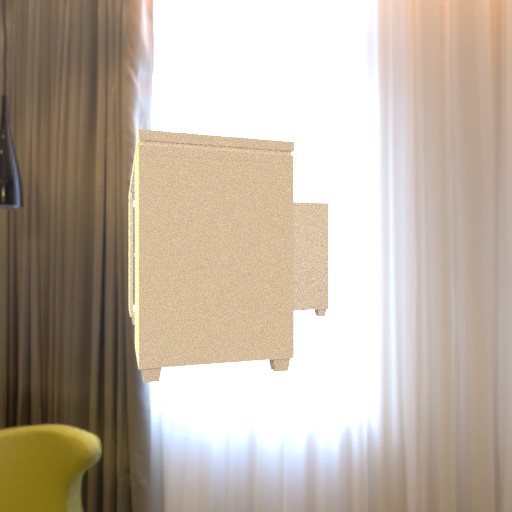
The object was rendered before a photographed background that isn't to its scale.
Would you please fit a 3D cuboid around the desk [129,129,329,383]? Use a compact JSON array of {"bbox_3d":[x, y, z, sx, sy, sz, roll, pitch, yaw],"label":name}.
[{"bbox_3d":[0.000,0.000,2.222,1.199,0.759,1.524,0,0,-17],"label":"desk"}]
